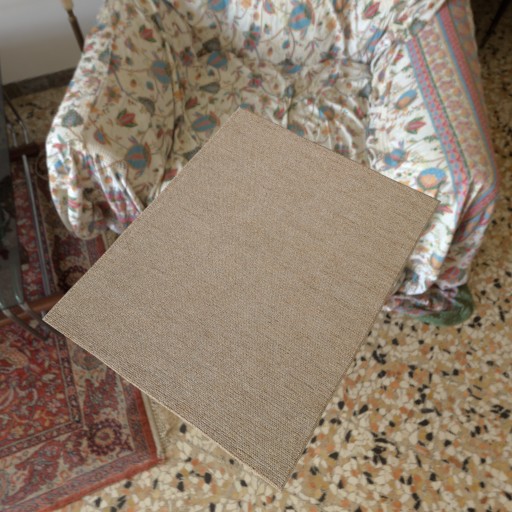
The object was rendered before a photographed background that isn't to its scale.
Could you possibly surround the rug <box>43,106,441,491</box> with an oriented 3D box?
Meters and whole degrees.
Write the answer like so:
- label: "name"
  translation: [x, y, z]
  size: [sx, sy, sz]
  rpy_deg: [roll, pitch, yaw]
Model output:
- label: "rug"
  translation: [0.000, 0.000, 4.099]
  size: [2.406, 0.012, 3.034]
  rpy_deg: [30, 66, 15]
